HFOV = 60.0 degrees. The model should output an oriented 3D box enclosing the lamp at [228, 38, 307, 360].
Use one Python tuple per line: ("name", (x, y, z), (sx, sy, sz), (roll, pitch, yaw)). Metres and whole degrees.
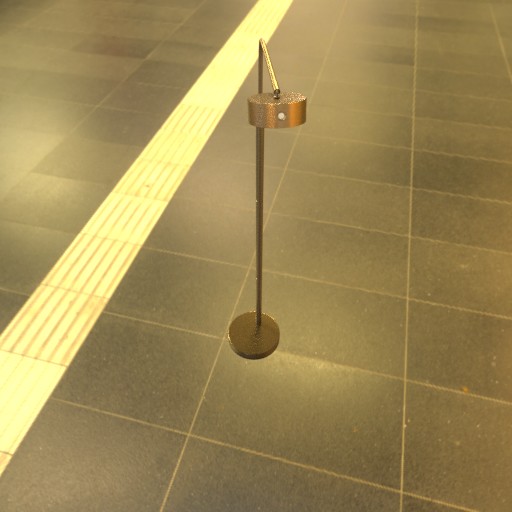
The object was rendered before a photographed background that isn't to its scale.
("lamp", (0.000, 0.000, 1.397), (0.219, 1.230, 0.418), (-4, 47, -3))
